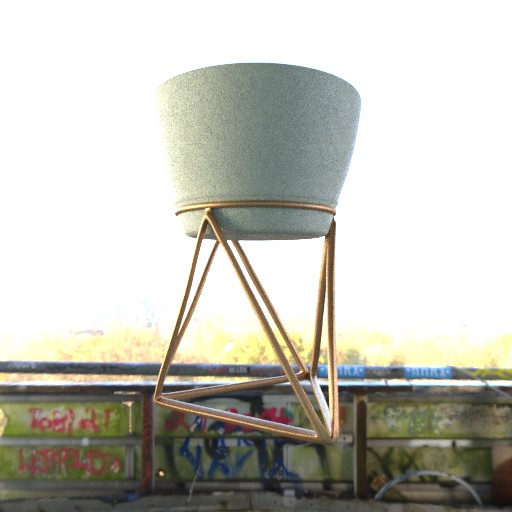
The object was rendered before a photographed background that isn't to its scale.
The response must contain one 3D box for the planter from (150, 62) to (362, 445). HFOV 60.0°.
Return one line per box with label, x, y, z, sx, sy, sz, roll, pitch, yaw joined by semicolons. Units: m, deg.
planter;0.000;0.000;0.751;0.350;0.504;0.350;0;-1;1
